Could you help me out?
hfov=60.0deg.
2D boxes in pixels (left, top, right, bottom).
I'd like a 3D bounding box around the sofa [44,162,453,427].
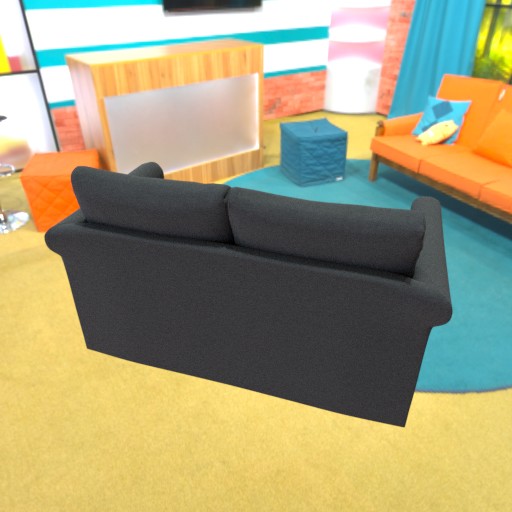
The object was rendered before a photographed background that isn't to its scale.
[{"bbox_3d":[0.000,0.000,1.890,1.460,0.872,0.741,10,34,14],"label":"sofa"}]
